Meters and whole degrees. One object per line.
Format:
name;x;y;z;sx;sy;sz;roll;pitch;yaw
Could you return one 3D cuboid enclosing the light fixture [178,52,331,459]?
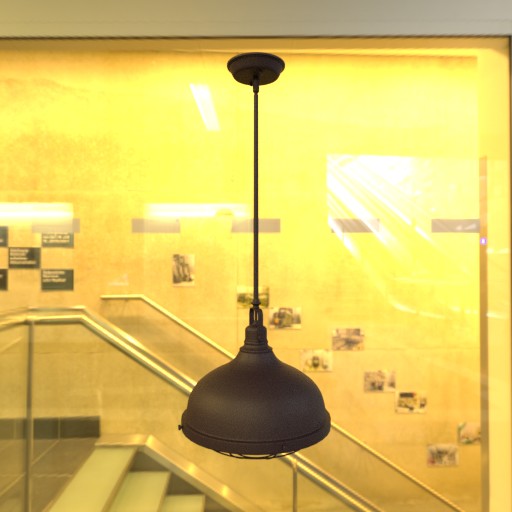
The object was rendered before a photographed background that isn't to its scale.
light fixture;0.000;0.000;0.983;0.341;0.849;0.341;0;-1;-19
